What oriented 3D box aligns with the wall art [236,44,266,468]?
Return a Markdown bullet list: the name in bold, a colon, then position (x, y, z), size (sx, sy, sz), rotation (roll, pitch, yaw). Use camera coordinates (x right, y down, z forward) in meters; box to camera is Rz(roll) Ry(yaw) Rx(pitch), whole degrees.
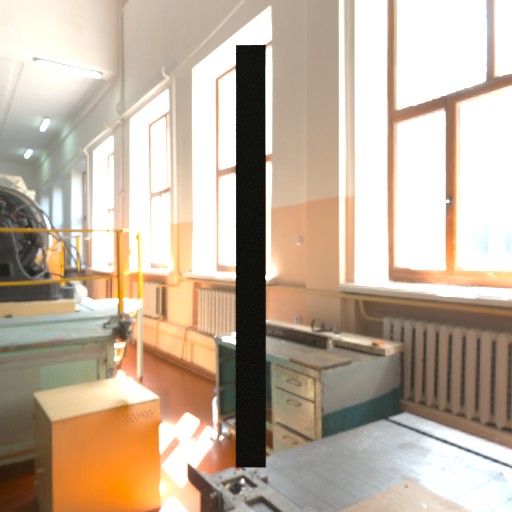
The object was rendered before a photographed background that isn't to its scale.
- **wall art**: position (0.000, 0.000, 0.546), size (0.024, 0.329, 0.404), rotation (0, 0, 1)
